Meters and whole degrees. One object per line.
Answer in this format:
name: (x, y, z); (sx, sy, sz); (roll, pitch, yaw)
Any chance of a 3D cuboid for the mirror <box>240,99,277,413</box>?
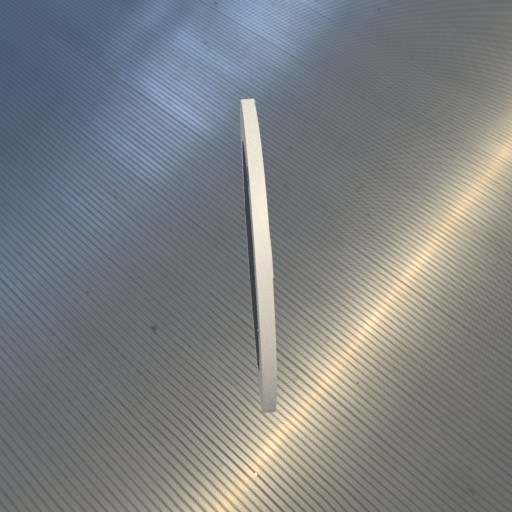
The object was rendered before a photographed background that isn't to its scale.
mirror: (0.000, 0.000, 1.368); (0.038, 0.914, 0.914); (-4, 64, -2)
